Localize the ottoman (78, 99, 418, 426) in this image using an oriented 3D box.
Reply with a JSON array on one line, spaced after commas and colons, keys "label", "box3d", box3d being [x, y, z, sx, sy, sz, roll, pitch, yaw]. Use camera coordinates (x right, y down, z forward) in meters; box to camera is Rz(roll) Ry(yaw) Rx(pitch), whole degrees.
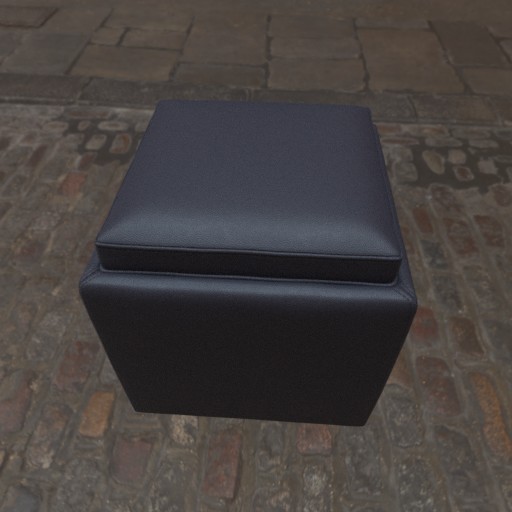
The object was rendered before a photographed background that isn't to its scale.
[{"label": "ottoman", "box3d": [0.000, 0.000, 0.817, 0.451, 0.460, 0.450, 3, 46, 3]}]
